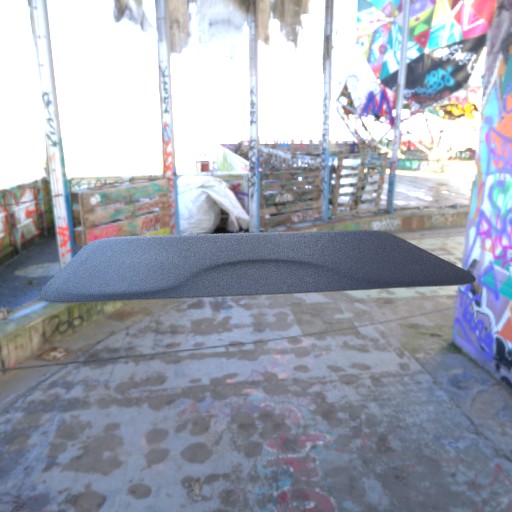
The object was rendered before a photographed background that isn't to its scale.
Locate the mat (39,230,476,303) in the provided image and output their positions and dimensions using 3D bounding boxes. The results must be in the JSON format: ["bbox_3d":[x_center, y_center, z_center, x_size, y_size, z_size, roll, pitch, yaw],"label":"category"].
[{"bbox_3d":[0.000,0.000,1.870,1.524,0.013,0.918,-2,15,-7],"label":"mat"}]
